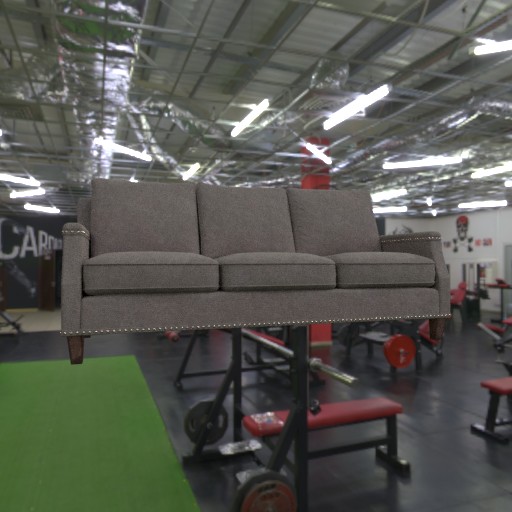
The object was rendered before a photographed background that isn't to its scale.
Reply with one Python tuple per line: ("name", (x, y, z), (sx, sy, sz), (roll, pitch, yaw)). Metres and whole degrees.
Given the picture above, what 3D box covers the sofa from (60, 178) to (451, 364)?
("sofa", (0.000, 0.000, 2.856), (2.226, 1.042, 1.034), (0, 0, -18))
